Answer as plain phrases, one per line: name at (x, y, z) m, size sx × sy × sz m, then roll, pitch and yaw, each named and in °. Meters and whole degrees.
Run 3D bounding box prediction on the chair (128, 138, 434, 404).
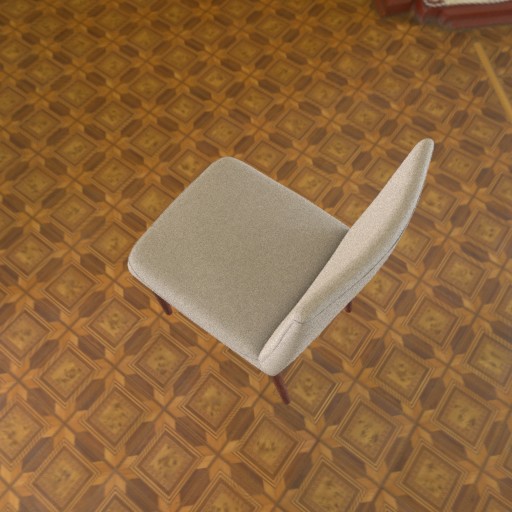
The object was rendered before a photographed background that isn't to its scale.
chair at (0.000, 0.000, 1.153) m, size 0.570 × 0.859 × 0.456 m, roll 34°, pitch 69°, yaw 15°
